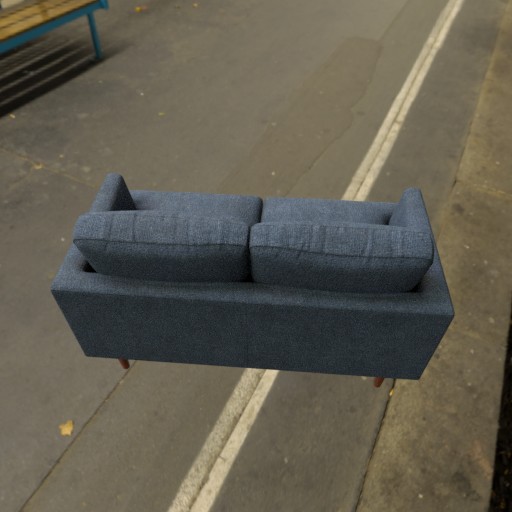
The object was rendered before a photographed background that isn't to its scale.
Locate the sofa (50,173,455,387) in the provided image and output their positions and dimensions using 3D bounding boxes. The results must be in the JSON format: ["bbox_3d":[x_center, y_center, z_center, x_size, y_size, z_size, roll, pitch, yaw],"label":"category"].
[{"bbox_3d":[0.000,0.000,2.133,1.582,0.944,0.903,3,47,3],"label":"sofa"}]
